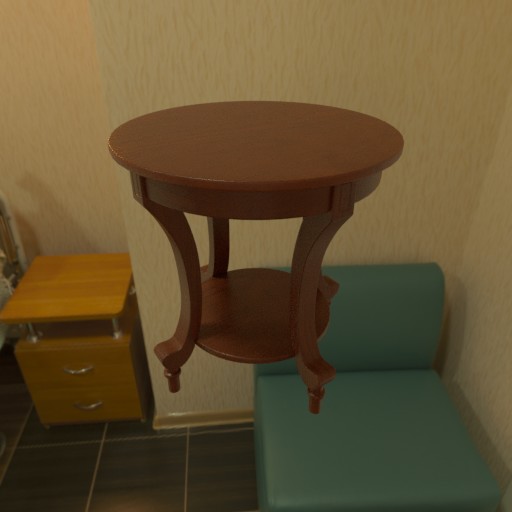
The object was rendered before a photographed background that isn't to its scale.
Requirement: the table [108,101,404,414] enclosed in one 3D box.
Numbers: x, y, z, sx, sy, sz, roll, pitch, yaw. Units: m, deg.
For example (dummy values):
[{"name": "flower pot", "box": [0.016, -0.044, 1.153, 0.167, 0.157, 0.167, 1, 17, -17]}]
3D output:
[{"name": "table", "box": [0.000, 0.000, 1.083, 0.597, 0.612, 0.597, 0, 31, 0]}]
